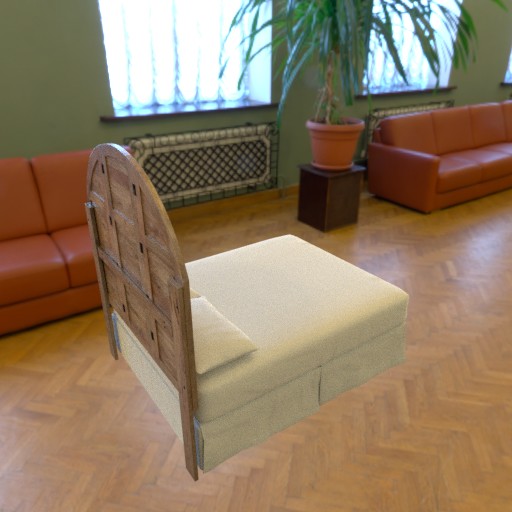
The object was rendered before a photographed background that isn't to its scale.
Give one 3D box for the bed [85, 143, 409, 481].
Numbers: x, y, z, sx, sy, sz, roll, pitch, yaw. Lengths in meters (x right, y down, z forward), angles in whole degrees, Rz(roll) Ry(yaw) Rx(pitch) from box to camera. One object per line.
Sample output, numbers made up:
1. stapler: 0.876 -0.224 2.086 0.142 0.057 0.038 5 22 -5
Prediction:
1. bed: 0.000 0.000 3.559 2.112 2.002 1.713 -17 31 -31
